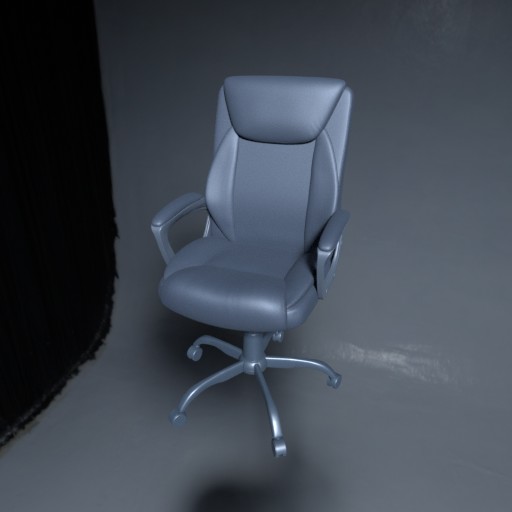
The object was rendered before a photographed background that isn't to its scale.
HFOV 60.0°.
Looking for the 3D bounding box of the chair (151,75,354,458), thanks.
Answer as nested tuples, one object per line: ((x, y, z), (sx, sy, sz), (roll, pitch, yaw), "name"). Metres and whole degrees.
((0.000, 0.000, 1.463), (0.615, 1.072, 0.655), (9, 27, 18), "chair")
